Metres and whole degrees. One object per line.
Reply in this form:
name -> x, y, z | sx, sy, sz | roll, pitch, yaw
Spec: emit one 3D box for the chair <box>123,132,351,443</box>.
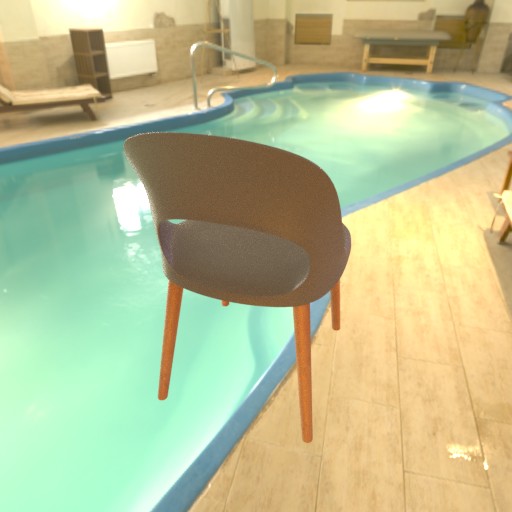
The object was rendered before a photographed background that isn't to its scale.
chair -> 0.000, 0.000, 1.172 | 0.470, 0.795, 0.556 | 10, 33, 16
